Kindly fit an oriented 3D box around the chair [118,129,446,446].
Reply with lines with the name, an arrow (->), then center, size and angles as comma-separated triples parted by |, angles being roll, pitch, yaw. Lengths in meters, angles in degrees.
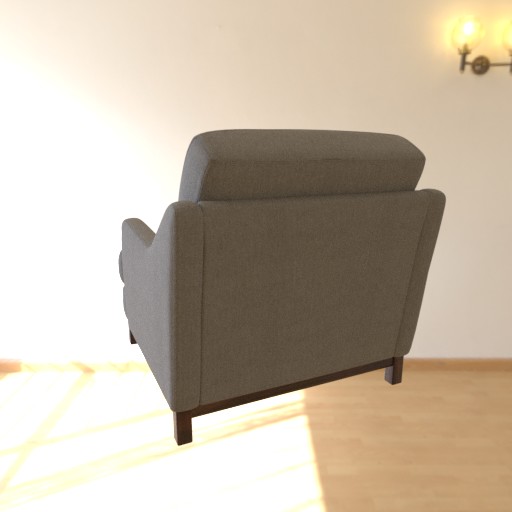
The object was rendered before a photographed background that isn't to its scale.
chair -> 0.000, 0.000, 1.542 | 0.826, 0.821, 0.892 | -6, 15, -25
